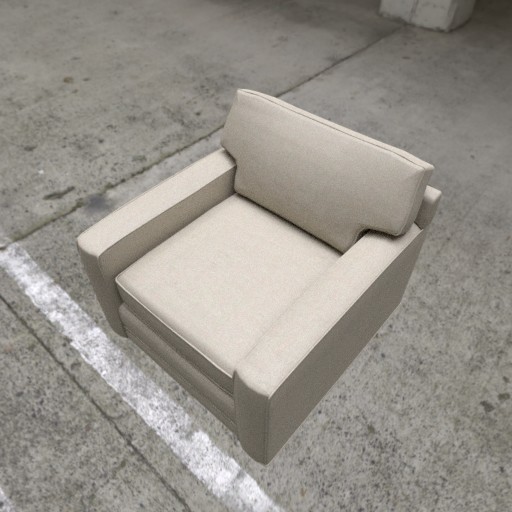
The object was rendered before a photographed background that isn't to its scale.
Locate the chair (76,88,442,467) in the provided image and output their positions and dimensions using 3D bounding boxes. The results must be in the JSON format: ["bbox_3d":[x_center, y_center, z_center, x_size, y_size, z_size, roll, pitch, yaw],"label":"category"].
[{"bbox_3d":[0.000,0.000,1.847,0.998,0.913,1.043,33,55,27],"label":"chair"}]
